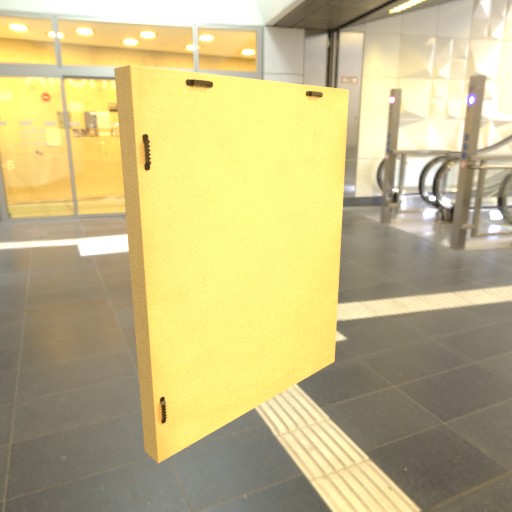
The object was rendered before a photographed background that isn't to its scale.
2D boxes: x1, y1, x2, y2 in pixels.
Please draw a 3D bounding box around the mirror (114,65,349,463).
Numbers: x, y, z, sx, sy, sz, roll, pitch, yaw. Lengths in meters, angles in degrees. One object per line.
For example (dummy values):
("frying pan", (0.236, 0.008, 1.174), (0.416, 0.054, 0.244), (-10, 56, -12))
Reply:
("mirror", (0.000, 0.000, 0.688), (0.406, 0.509, 0.041), (-15, 21, -42))
